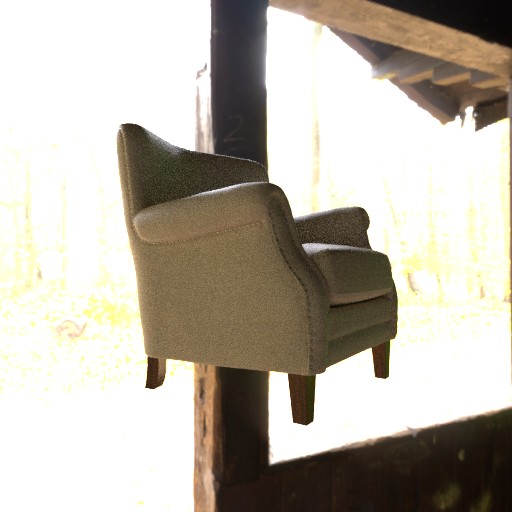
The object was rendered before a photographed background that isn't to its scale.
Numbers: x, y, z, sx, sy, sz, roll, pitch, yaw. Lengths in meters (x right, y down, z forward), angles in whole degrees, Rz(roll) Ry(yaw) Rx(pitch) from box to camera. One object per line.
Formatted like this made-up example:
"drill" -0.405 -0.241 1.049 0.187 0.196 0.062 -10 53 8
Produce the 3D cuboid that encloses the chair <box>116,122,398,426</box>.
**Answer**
"chair" 0.000 0.000 1.676 0.921 0.936 0.861 0 -1 35
